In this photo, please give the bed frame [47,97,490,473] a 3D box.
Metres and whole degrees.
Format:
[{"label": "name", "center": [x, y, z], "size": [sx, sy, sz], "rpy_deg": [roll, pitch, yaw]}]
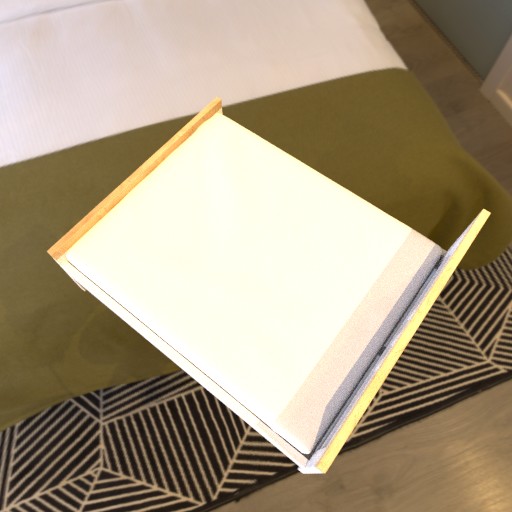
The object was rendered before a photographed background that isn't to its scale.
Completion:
[{"label": "bed frame", "center": [0.000, 0.000, 2.919], "size": [2.050, 0.980, 1.670], "rpy_deg": [35, 69, 16]}]
